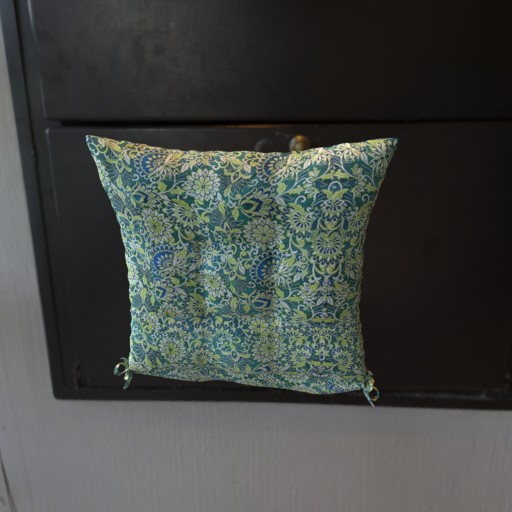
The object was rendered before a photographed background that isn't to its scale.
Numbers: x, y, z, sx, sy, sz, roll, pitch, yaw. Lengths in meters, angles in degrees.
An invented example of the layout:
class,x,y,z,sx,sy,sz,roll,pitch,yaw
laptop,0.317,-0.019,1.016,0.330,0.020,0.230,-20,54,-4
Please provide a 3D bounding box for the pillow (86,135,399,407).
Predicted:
class,x,y,z,sx,sy,sz,roll,pitch,yaw
pillow,0.000,0.000,1.008,0.541,0.536,0.585,2,16,7
